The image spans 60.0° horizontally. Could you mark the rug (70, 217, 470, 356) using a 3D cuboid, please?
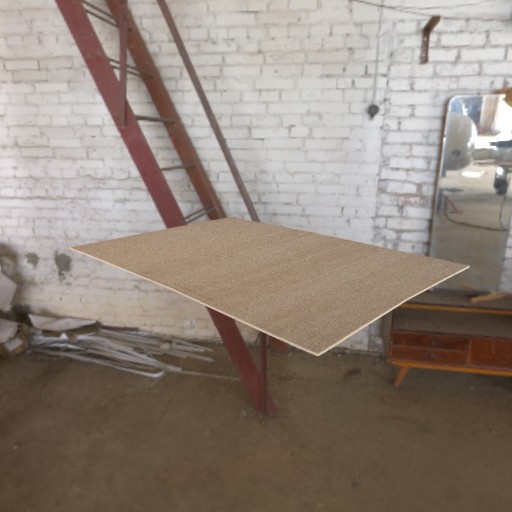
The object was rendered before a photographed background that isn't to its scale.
[{"bbox_3d":[0.000,0.000,3.833,2.869,0.038,2.032,16,22,43],"label":"rug"}]
